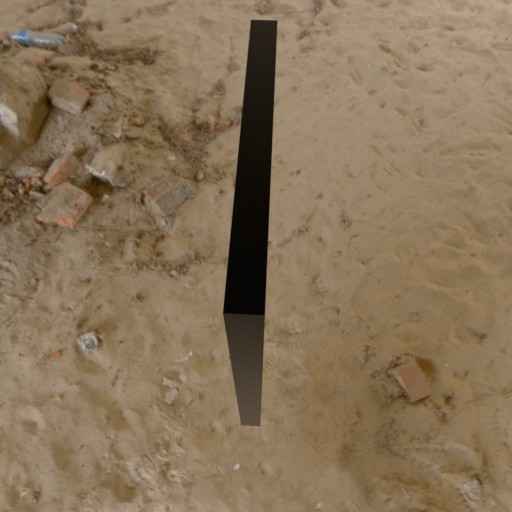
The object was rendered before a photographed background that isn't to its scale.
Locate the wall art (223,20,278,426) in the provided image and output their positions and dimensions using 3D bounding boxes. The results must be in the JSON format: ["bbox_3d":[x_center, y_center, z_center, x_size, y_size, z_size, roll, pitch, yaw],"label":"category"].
[{"bbox_3d":[0.000,0.000,0.751,0.039,0.553,0.451,2,59,1],"label":"wall art"}]
